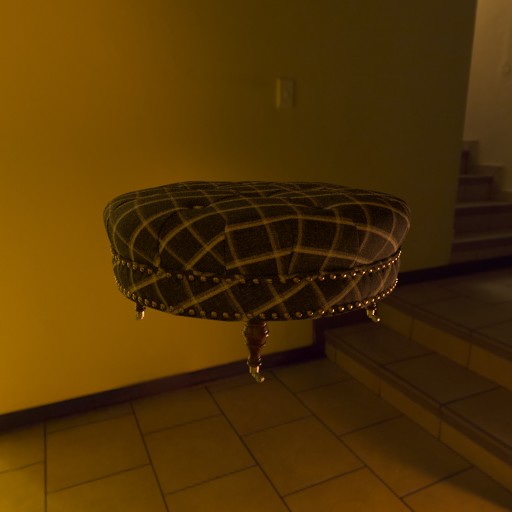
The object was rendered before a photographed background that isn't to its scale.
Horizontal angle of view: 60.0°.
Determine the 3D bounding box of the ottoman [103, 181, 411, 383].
[{"bbox_3d":[0.000,0.000,1.383,0.901,0.439,0.901,0,14,0],"label":"ottoman"}]
